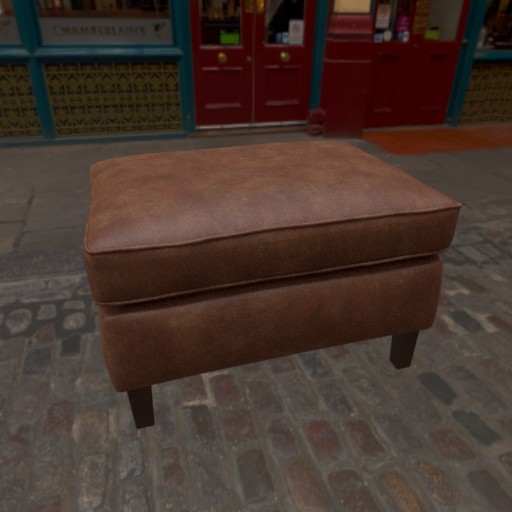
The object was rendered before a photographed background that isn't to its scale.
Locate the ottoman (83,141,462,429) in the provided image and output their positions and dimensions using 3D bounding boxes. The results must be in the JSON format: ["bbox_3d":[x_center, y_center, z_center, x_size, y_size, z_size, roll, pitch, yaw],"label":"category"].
[{"bbox_3d":[0.000,0.000,0.984,0.665,0.418,0.501,-8,29,-15],"label":"ottoman"}]
